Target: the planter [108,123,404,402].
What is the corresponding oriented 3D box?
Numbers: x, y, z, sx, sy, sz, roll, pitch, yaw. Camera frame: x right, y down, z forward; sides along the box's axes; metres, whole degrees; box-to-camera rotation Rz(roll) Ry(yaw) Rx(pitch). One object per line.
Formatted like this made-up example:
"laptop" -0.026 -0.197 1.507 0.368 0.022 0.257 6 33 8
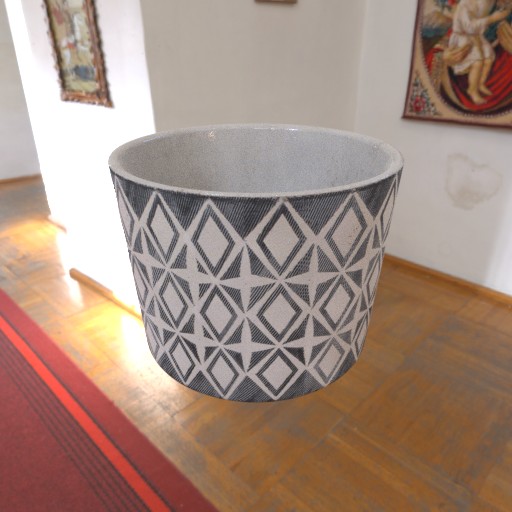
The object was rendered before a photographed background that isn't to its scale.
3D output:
"planter" 0.000 0.000 0.455 0.260 0.220 0.260 0 27 0
